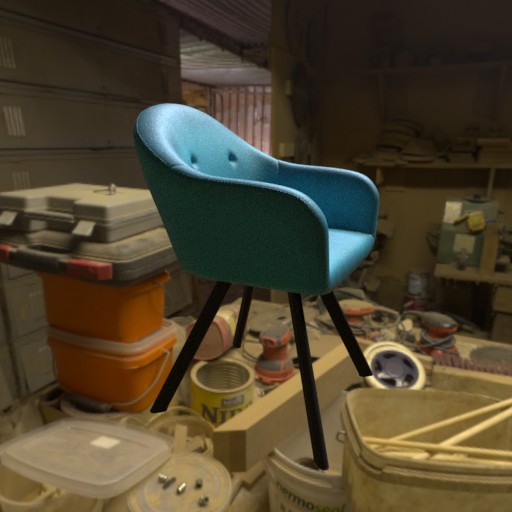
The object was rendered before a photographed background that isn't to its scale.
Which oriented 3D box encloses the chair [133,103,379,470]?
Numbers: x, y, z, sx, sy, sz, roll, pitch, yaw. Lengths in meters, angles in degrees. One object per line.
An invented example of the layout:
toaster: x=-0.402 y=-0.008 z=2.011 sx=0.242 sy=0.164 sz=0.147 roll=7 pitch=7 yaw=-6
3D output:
chair: x=0.000 y=0.000 z=1.172 sx=0.570 sy=0.780 sz=0.540 roll=7 pitch=16 yaw=26
